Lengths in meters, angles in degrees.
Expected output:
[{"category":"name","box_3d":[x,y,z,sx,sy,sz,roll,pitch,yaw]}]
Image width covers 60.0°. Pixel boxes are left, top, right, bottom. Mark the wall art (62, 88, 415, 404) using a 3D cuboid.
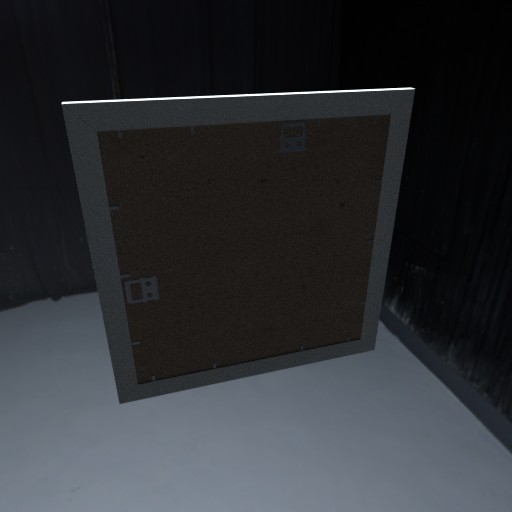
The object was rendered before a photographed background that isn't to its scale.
[{"category":"wall art","box_3d":[0.000,0.000,0.851,0.584,0.584,0.013,-8,28,-15]}]
